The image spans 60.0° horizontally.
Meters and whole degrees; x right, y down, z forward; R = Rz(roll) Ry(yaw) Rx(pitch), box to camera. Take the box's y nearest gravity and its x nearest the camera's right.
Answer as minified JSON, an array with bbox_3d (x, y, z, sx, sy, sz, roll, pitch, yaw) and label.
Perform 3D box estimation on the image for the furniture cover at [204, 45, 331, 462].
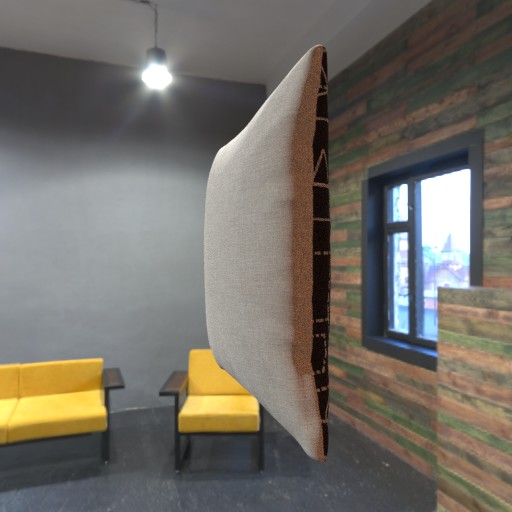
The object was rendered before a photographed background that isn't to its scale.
[{"bbox_3d":[0.000,0.000,0.780,0.158,0.508,0.517,0,-1,-18],"label":"furniture cover"}]
